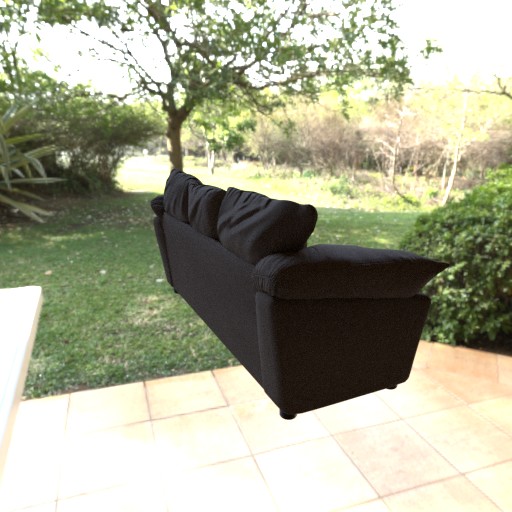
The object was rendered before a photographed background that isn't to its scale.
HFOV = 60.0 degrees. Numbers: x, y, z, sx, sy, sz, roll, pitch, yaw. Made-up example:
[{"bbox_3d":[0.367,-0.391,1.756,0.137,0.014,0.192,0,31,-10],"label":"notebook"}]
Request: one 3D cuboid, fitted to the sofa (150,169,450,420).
[{"bbox_3d":[0.000,0.000,2.948,0.927,1.043,2.390,-7,16,-24],"label":"sofa"}]
